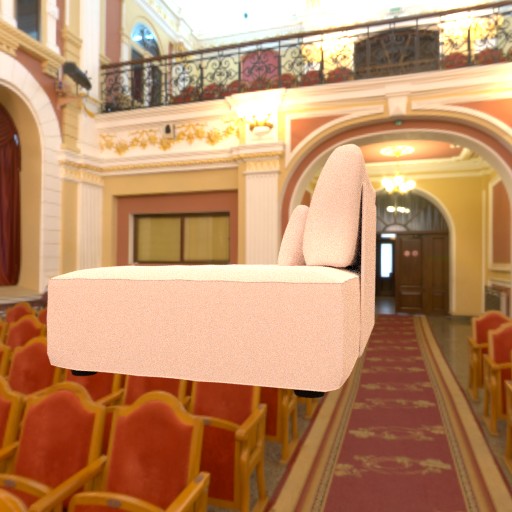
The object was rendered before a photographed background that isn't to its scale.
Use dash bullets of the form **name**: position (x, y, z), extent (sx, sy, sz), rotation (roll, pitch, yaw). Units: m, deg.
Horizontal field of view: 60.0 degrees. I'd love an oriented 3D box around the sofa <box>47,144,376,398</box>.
- **sofa**: position (0.000, 0.000, 2.016), extent (1.000, 0.820, 1.450), rotation (0, -1, 18)
